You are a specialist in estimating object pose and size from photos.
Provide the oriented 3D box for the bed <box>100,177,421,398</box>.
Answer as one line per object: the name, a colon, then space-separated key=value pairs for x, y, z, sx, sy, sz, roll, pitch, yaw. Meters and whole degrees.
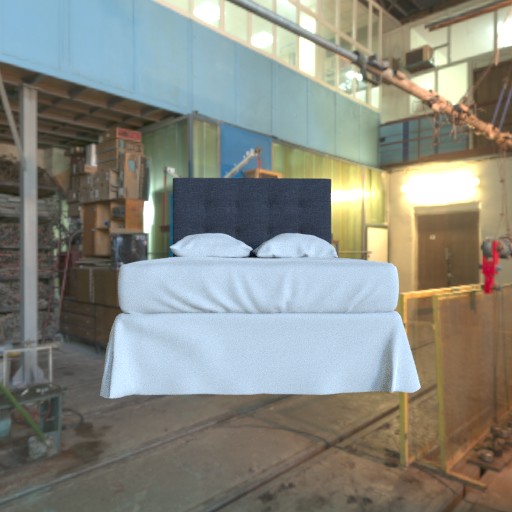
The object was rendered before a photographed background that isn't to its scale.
bed: x=0.000 y=0.000 z=3.558 sx=1.936 sy=1.577 sz=2.222 roll=0 pitch=0 yaw=-2
